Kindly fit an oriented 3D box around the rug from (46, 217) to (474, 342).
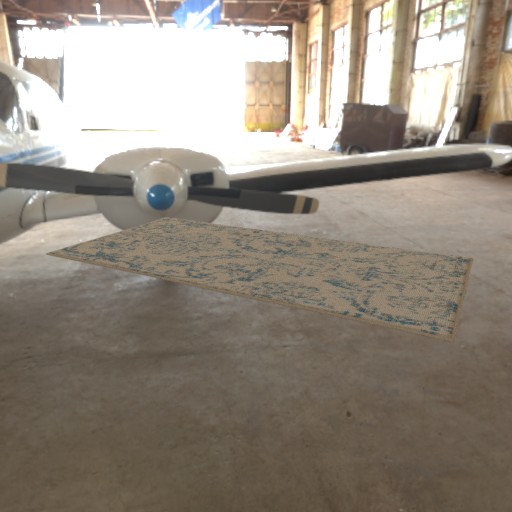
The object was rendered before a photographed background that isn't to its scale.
[{"bbox_3d":[0.000,0.000,1.406,1.220,0.007,0.605,9,20,27],"label":"rug"}]
